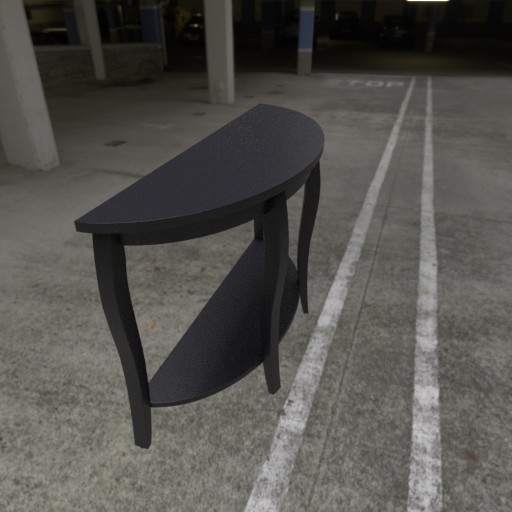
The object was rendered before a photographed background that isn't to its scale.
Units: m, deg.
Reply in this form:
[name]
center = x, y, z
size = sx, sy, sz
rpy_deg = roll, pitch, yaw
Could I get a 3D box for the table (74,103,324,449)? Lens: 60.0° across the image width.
[table]
center = 0.000, 0.000, 1.576
size = 0.394, 0.780, 1.219
rpy_deg = 10, 32, 16
